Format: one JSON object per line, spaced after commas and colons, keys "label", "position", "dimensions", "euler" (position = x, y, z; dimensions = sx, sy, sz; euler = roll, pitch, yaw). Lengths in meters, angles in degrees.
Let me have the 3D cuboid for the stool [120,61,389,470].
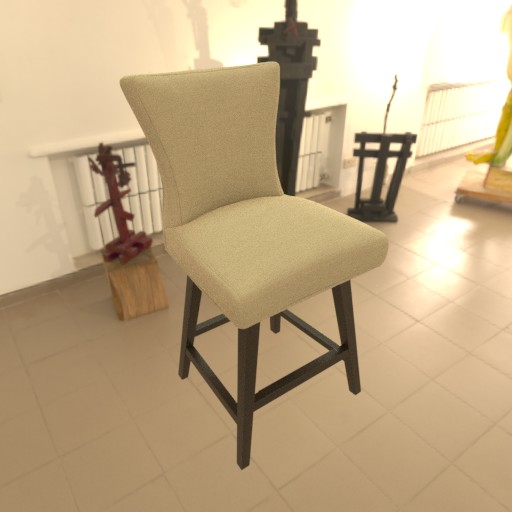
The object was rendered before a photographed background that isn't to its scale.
{"label": "stool", "position": [0.000, 0.000, 1.328], "dimensions": [0.514, 1.000, 0.574], "euler": [-20, 36, -30]}
